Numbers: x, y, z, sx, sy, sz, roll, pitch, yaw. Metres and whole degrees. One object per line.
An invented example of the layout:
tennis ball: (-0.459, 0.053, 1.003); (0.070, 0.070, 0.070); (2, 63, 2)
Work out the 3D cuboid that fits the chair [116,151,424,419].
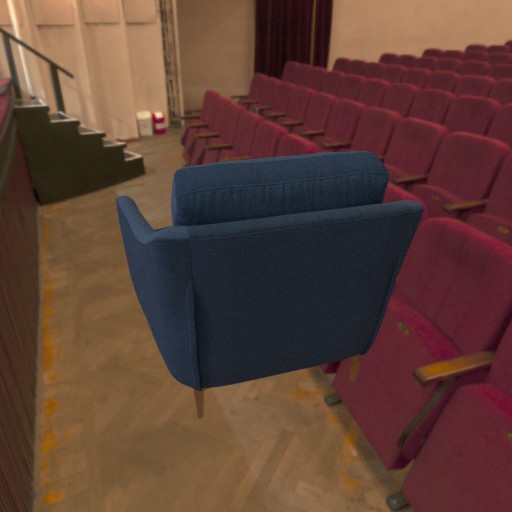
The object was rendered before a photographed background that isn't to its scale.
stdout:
chair: (0.000, 0.000, 1.724); (0.987, 0.899, 0.961); (-8, 29, -15)
